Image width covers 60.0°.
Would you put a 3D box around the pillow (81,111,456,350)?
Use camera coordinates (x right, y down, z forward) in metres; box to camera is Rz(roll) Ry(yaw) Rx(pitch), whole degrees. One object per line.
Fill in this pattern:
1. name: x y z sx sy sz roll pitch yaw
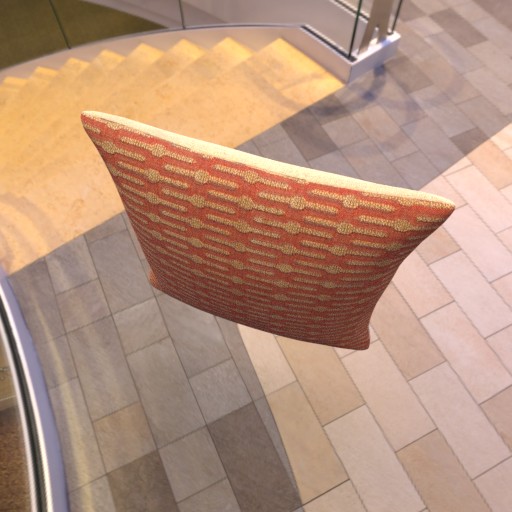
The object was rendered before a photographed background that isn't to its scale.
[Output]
1. pillow: 0.000 0.000 0.780 0.511 0.503 0.182 16 61 9
